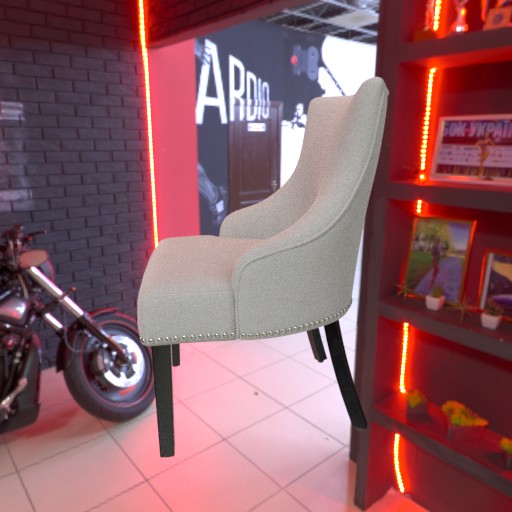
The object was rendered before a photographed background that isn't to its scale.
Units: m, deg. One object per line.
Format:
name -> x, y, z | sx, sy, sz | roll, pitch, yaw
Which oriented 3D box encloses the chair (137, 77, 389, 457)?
chair -> 0.000, 0.000, 1.271 | 0.629, 0.909, 0.566 | -2, 14, -8
